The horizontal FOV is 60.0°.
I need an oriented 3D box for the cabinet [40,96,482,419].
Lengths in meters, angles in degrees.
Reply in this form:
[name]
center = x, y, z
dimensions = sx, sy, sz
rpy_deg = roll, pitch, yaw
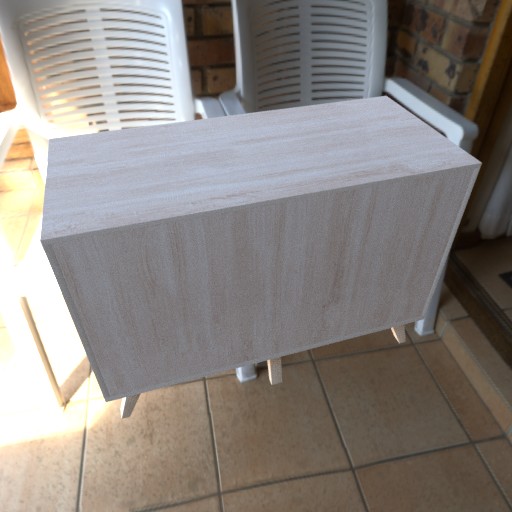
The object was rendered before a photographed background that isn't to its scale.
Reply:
[cabinet]
center = 0.000, 0.000, 1.494
dimensions = 1.110, 0.780, 0.500
rpy_deg = -12, 42, -13
